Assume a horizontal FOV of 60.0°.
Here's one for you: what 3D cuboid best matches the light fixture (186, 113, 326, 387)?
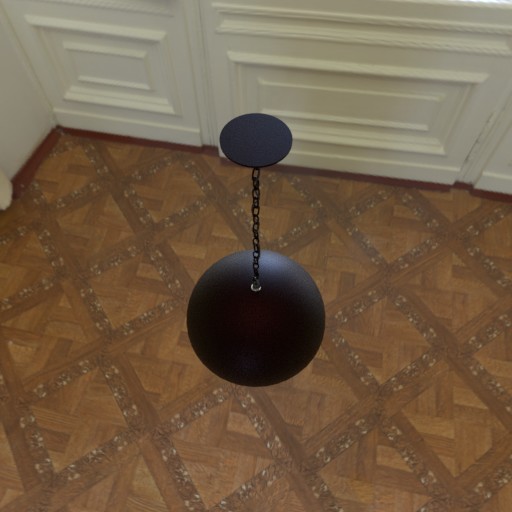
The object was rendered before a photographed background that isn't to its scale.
[{"bbox_3d":[0.000,0.000,1.211,0.492,0.869,0.492,-31,64,-17],"label":"light fixture"}]
